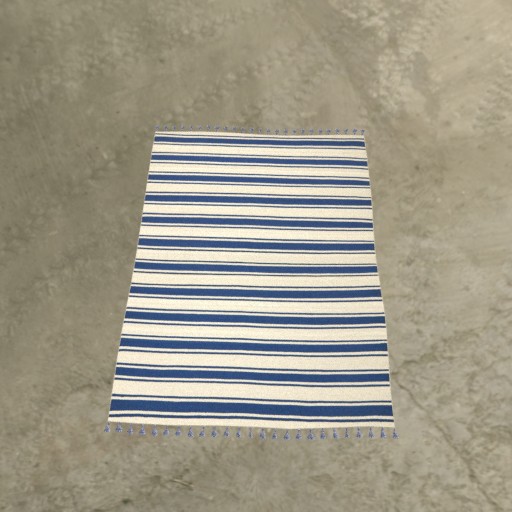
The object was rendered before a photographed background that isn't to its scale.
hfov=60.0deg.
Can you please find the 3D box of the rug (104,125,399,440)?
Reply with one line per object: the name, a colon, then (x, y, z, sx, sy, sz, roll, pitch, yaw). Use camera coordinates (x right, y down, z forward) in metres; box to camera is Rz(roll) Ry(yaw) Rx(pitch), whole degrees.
rug: (0.000, 0.000, 4.459, 2.471, 0.016, 3.416, 1, 63, 1)
